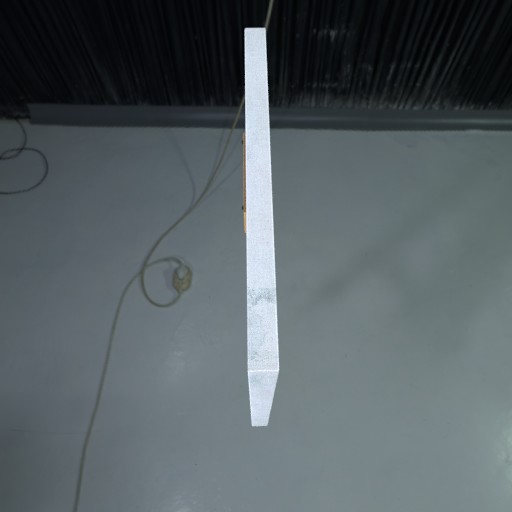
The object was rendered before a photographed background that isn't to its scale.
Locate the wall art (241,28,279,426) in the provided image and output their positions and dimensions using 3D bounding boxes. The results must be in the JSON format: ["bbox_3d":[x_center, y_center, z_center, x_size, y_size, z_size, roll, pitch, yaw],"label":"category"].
[{"bbox_3d":[0.000,0.000,0.923,0.044,0.605,0.605,-1,63,0],"label":"wall art"}]
